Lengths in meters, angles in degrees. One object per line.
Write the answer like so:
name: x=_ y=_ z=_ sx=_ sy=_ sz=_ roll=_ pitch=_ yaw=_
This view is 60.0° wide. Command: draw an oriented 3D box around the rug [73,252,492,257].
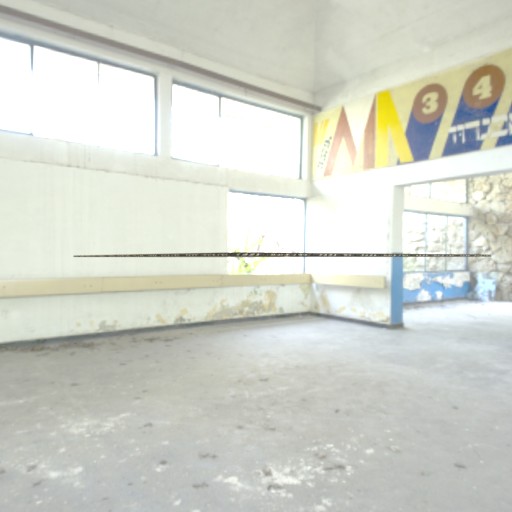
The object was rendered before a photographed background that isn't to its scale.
rug: x=0.000 y=0.000 z=3.822 sx=2.305 sy=0.017 sz=2.902 roll=0 pitch=0 yaw=-36
